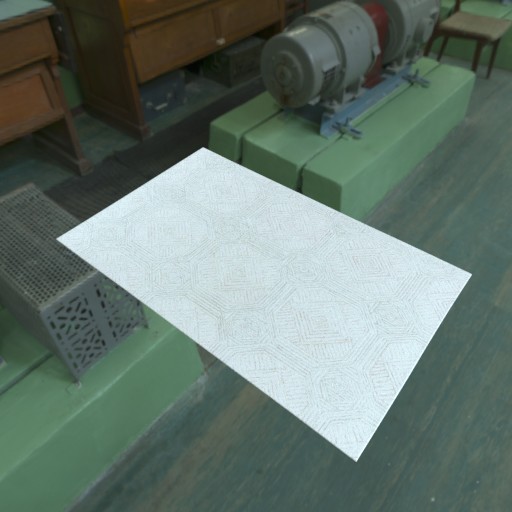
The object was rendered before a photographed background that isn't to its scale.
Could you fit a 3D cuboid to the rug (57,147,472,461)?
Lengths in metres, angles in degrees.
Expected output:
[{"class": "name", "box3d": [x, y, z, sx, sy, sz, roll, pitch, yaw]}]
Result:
[{"class": "rug", "box3d": [0.000, 0.000, 3.047, 2.440, 0.008, 1.524, 30, 53, 26]}]
